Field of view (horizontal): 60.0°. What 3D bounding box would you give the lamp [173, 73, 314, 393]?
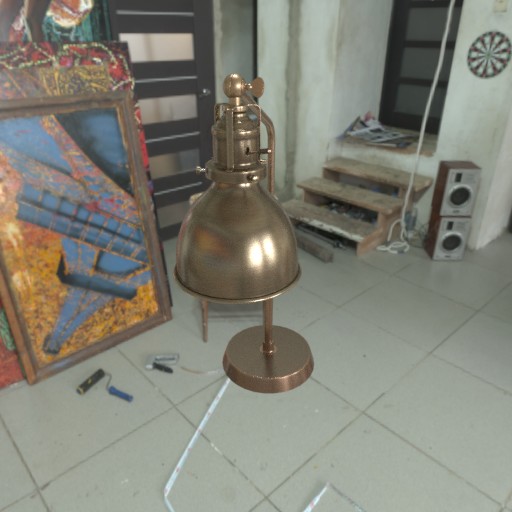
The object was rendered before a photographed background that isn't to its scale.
[{"bbox_3d":[0.000,0.000,0.584,0.153,0.456,0.286,8,28,16],"label":"lamp"}]
